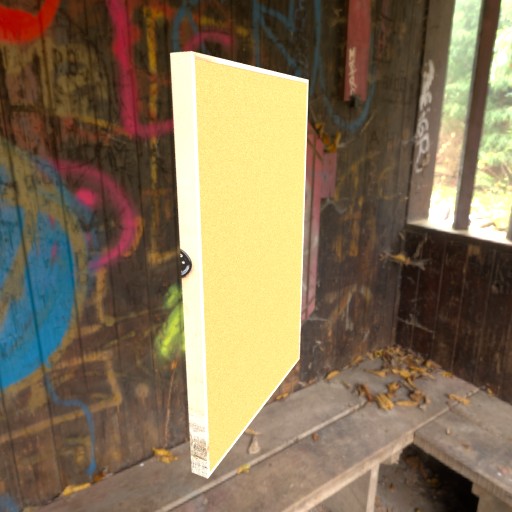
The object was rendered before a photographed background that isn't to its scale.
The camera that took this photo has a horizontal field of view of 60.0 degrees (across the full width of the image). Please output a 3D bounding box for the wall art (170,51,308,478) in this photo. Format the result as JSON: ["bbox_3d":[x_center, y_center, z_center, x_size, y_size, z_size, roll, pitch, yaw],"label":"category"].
[{"bbox_3d":[0.000,0.000,0.980,0.038,0.764,0.508,8,19,25],"label":"wall art"}]
